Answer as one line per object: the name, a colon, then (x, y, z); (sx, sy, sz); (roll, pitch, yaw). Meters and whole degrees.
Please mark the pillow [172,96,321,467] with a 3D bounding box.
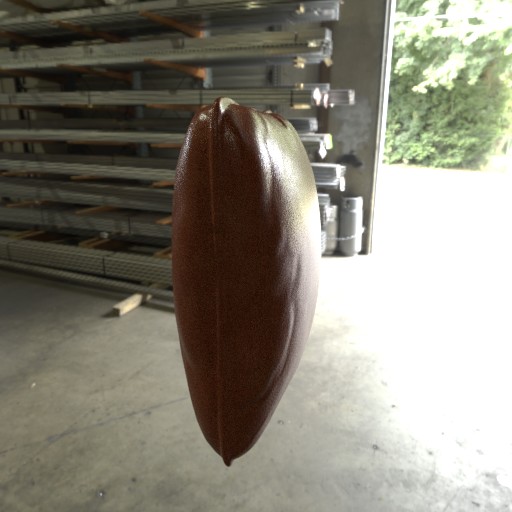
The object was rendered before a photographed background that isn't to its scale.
pillow: (0.000, 0.000, 0.811); (0.236, 0.523, 0.532); (3, 16, 9)
